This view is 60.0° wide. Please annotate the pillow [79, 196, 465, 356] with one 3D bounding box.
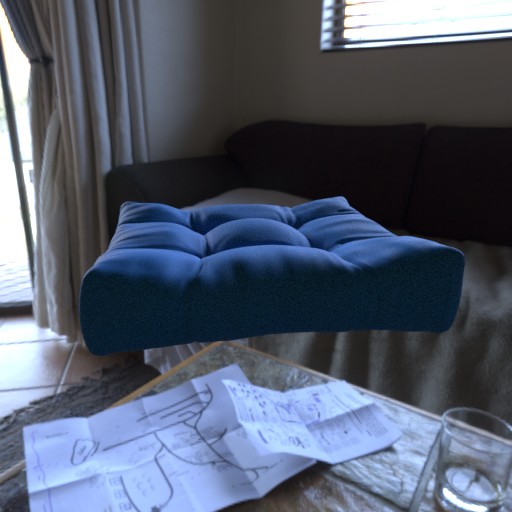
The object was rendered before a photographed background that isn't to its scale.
[{"bbox_3d":[0.000,0.000,0.745,0.490,0.128,0.468,-3,17,-10],"label":"pillow"}]
